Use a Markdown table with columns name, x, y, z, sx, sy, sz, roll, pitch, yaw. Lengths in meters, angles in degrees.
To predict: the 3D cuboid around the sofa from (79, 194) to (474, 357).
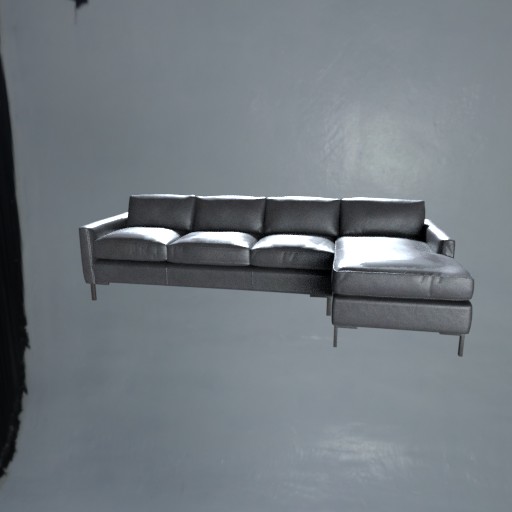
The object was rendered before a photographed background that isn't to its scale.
| name | x | y | z | sx | sy | sz | roll | pitch | yaw |
| --- | --- | --- | --- | --- | --- | --- | --- | --- | --- |
| sofa | 0.000 | 0.000 | 3.623 | 2.993 | 0.859 | 1.471 | 2 | 14 | 10 |
